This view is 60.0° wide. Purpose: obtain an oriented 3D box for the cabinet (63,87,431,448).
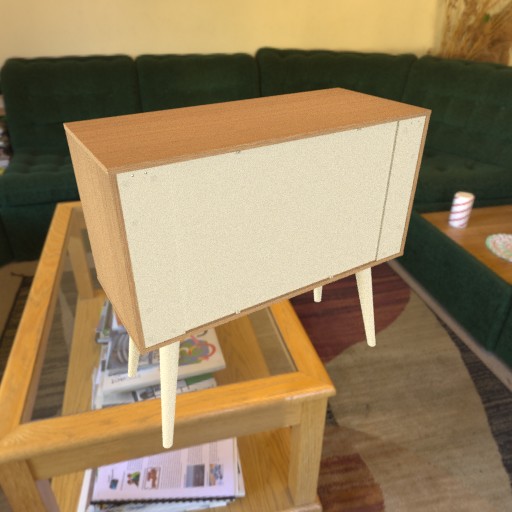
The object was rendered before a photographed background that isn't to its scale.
[{"bbox_3d":[0.000,0.000,1.640,1.057,1.016,0.470,-18,35,-27],"label":"cabinet"}]
